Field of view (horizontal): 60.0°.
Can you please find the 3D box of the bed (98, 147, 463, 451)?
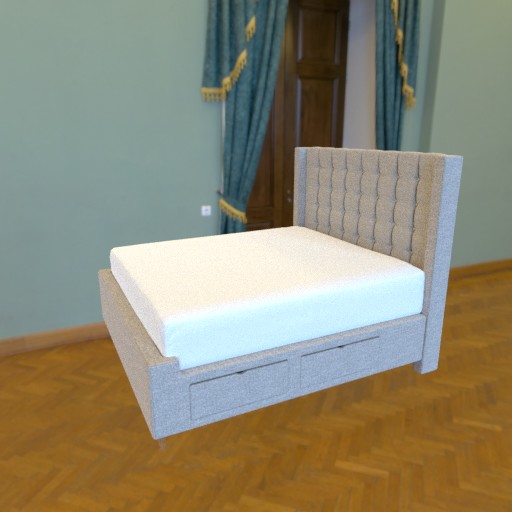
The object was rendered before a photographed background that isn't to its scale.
[{"bbox_3d":[0.000,0.000,3.813,2.372,1.748,2.044,-8,17,-25],"label":"bed"}]
